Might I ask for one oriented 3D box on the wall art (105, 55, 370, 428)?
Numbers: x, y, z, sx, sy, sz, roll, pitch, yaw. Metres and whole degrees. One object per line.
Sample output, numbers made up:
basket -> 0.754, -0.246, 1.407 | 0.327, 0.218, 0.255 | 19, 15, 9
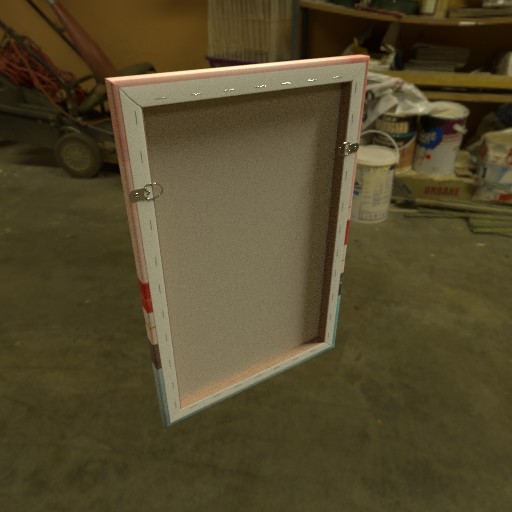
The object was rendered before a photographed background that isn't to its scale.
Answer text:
wall art -> 0.000, 0.000, 1.148 | 0.610, 0.914, 0.038 | -18, 36, -27
